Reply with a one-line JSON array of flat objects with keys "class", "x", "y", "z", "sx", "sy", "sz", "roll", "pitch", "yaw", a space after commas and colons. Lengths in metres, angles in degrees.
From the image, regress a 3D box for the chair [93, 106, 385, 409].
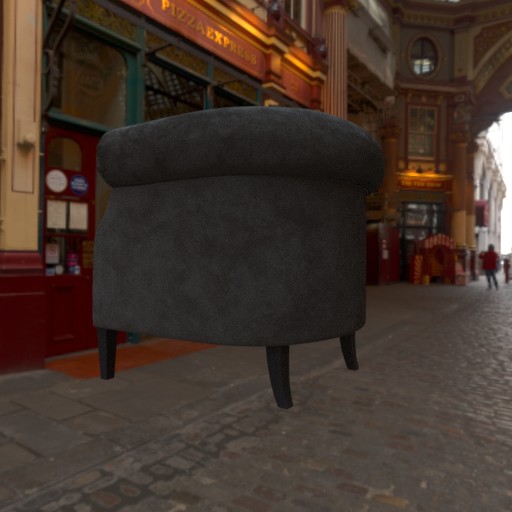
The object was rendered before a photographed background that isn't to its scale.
[{"class": "chair", "x": 0.000, "y": 0.000, "z": 1.568, "sx": 0.851, "sy": 0.826, "sz": 0.904, "roll": 0, "pitch": 0, "yaw": 35}]
